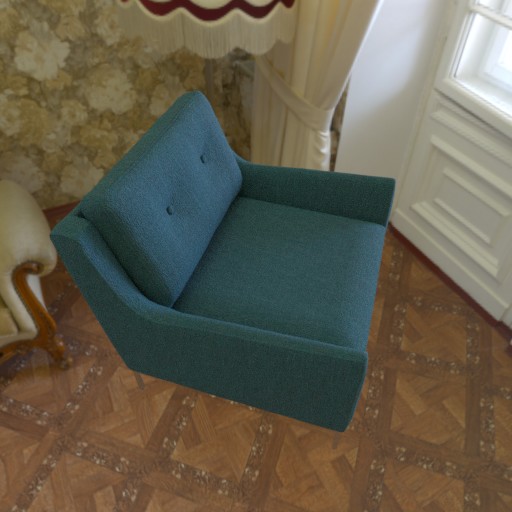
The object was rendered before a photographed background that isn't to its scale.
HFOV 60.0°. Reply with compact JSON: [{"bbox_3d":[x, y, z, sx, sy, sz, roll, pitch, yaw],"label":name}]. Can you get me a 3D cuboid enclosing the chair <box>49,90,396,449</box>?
[{"bbox_3d":[0.000,0.000,1.535,0.849,0.828,0.847,13,47,12],"label":"chair"}]
